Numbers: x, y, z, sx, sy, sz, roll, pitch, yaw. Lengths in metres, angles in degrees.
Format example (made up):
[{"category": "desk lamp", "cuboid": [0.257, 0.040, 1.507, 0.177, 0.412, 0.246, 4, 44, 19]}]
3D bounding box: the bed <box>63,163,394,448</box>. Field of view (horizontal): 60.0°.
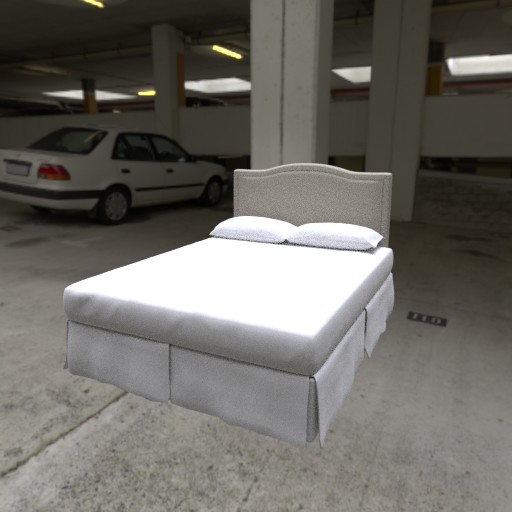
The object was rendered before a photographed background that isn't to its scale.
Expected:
[{"category": "bed", "cuboid": [0.000, 0.000, 3.682, 1.977, 1.437, 2.477, 7, 15, 26]}]
